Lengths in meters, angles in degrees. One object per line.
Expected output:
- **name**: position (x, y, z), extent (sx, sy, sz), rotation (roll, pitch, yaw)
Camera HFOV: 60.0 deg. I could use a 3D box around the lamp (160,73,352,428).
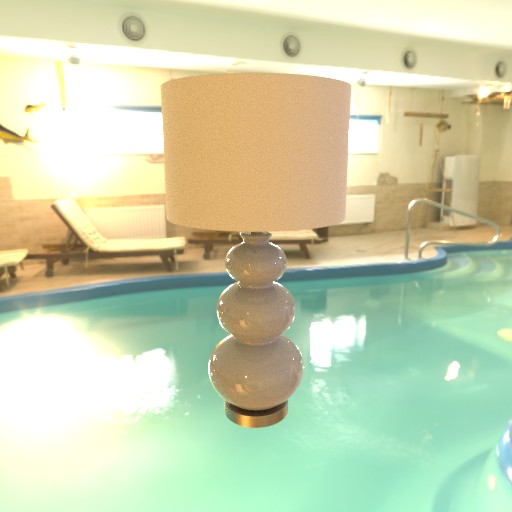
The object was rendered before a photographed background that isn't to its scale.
- **lamp**: position (0.000, 0.000, 0.948), extent (0.367, 0.730, 0.367), rotation (-13, 18, -43)
